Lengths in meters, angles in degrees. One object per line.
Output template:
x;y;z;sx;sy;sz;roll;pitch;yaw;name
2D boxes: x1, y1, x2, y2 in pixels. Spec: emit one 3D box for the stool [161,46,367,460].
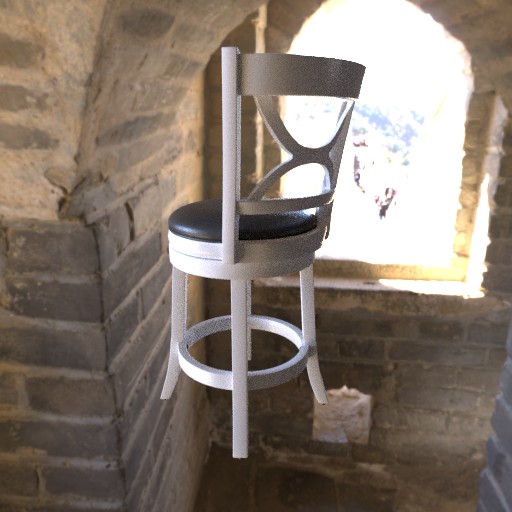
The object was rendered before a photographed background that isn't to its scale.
0.000;0.000;1.195;0.444;0.953;0.508;-15;22;-41;stool
